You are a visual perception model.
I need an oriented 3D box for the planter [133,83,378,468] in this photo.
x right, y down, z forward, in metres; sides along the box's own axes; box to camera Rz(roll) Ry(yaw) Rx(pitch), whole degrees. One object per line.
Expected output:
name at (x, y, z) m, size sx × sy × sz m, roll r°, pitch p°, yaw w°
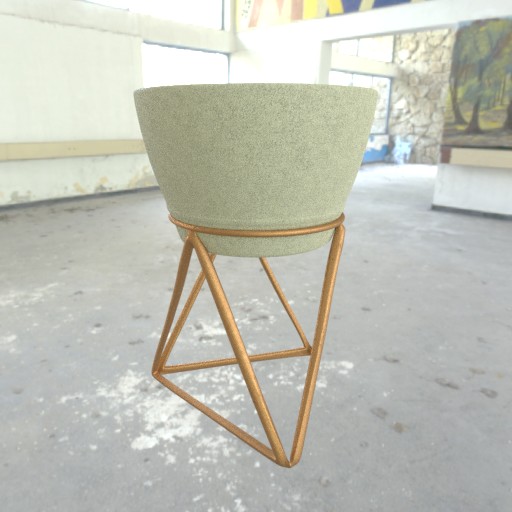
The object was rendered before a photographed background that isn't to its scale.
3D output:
planter at (0.000, 0.000, 0.727) m, size 0.350 × 0.504 × 0.350 m, roll 16°, pitch 23°, yaw 42°
